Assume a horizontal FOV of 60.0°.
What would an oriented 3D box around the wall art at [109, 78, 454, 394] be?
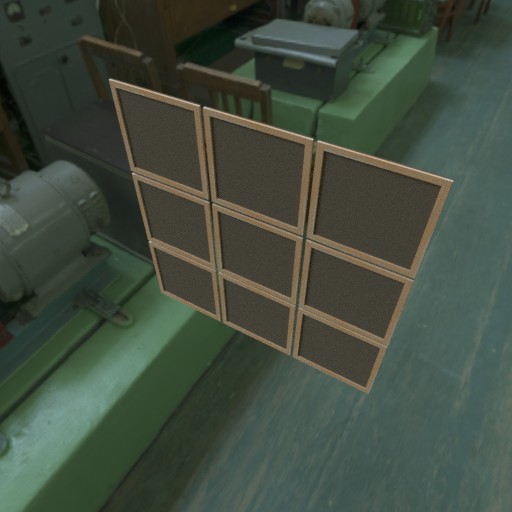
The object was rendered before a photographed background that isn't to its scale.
[{"bbox_3d":[0.000,0.000,1.831,1.216,1.218,0.013,23,50,20],"label":"wall art"}]
